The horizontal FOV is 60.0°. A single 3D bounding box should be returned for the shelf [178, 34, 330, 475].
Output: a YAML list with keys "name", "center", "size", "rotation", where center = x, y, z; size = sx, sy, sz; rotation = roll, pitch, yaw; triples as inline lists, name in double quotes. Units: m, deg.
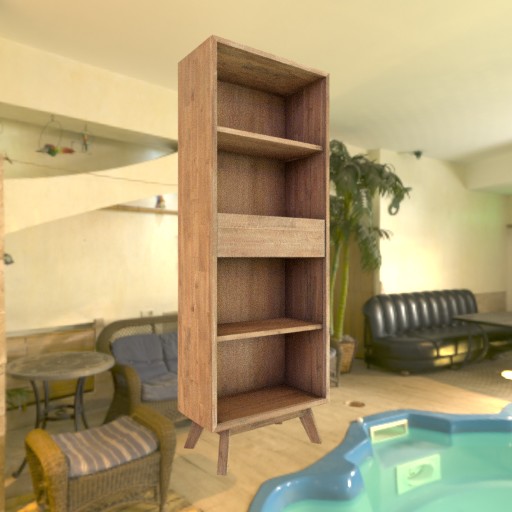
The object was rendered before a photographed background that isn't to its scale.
- name: "shelf"
  center: [0.000, 0.000, 1.581]
  size: [0.491, 1.342, 0.267]
  rotation: [0, 0, -35]
